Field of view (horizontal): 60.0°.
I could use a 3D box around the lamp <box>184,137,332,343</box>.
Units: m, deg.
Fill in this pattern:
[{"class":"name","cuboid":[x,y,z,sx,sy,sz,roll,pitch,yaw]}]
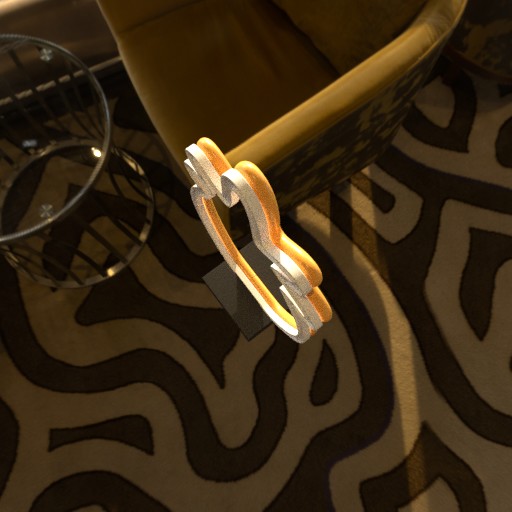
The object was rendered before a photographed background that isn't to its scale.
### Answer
[{"class":"lamp","cuboid":[0.000,0.000,0.388,0.088,0.317,0.167,-36,77,-9]}]
